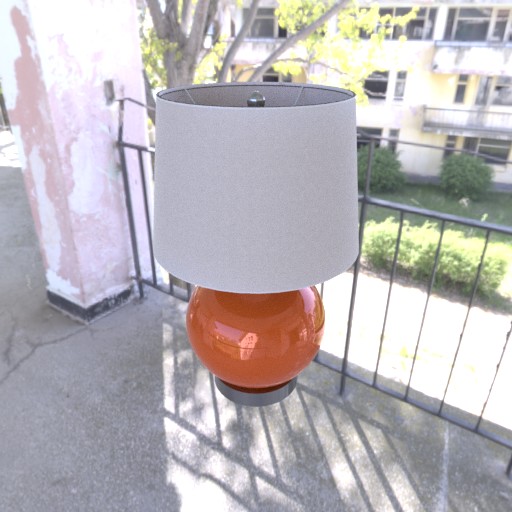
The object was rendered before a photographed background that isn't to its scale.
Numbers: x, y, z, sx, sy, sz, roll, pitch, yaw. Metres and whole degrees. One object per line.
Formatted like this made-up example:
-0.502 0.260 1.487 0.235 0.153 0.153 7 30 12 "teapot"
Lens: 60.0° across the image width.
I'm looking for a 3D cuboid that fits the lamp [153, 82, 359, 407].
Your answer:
0.000 0.000 0.552 0.247 0.387 0.247 0 27 0 "lamp"
